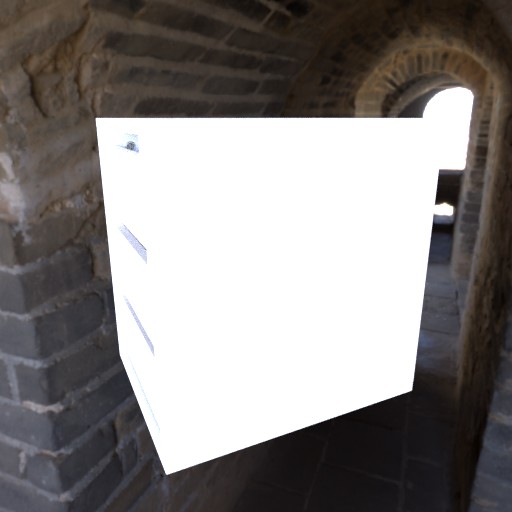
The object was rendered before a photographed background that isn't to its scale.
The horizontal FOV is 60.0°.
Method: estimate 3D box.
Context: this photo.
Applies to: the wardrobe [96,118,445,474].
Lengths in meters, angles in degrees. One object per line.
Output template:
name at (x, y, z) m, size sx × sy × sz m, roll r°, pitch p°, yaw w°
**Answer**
wardrobe at (0.000, 0.000, 0.875) m, size 0.500 × 0.520 × 0.400 m, roll -8°, pitch 19°, yaw -25°
